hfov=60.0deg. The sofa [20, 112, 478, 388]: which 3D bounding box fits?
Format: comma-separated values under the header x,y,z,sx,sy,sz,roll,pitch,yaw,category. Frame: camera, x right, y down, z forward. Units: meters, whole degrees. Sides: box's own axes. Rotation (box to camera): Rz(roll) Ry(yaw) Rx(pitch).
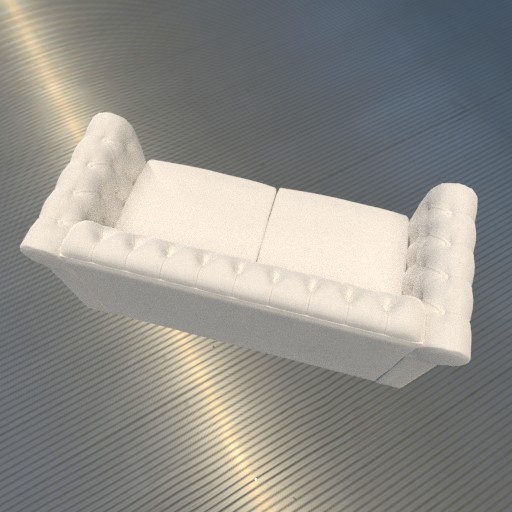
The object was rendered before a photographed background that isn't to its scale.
x,y,z,sx,sy,sz,roll,pitch,yaw,category
0.000,0.000,2.148,1.798,0.796,0.771,13,64,7,sofa
